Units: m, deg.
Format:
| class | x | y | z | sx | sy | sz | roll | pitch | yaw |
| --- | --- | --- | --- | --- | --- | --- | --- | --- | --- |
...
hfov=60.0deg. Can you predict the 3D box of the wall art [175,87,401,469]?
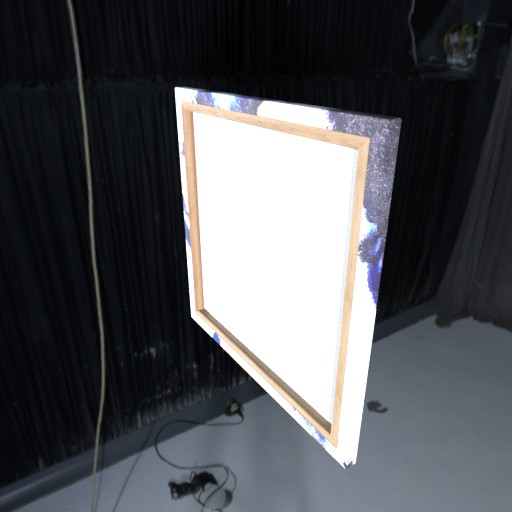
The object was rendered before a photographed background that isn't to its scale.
| class | x | y | z | sx | sy | sz | roll | pitch | yaw |
| --- | --- | --- | --- | --- | --- | --- | --- | --- | --- |
| wall art | 0.000 | 0.000 | 1.313 | 0.038 | 0.885 | 0.887 | -16 | 29 | -31 |
